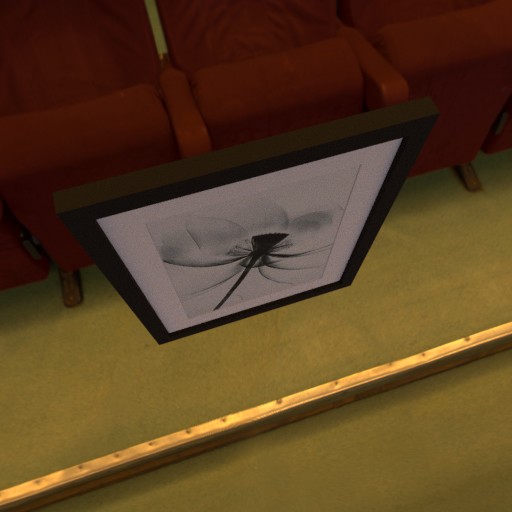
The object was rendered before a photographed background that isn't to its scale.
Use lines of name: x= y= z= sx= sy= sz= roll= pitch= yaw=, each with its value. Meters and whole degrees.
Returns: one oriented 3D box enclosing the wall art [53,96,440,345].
wall art: x=0.000 y=0.000 z=0.760 sx=0.457 sy=0.559 sz=0.029 roll=-16 pitch=66 yaw=-8
